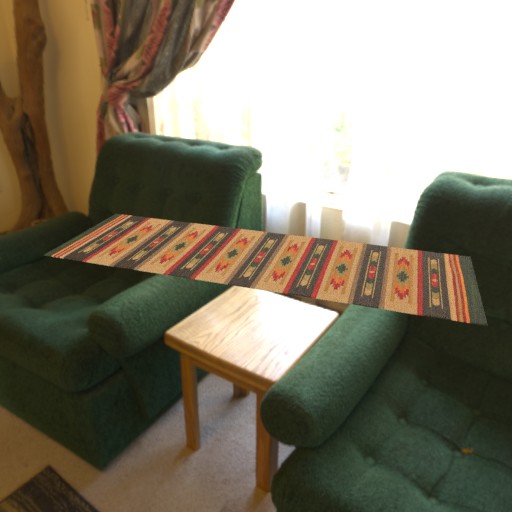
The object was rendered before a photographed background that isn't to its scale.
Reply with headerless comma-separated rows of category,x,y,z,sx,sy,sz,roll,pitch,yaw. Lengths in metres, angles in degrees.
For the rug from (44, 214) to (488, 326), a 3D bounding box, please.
rug,0.000,0.000,2.654,2.440,0.009,0.760,8,26,16
